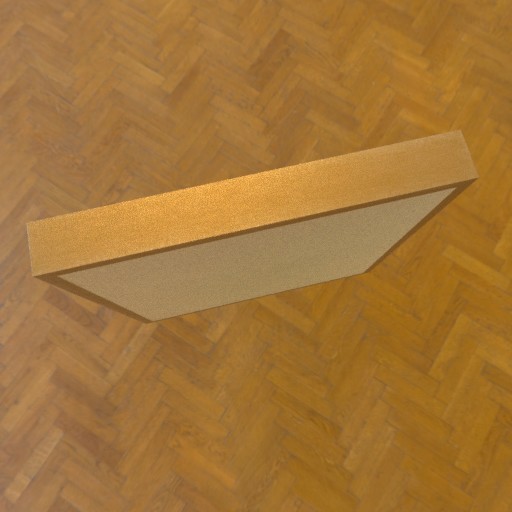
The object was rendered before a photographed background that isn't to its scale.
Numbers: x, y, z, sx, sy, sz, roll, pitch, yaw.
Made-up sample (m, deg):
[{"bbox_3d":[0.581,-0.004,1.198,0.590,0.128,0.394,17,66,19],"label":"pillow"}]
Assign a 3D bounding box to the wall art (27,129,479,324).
[{"bbox_3d":[0.000,0.000,0.447,0.306,0.305,0.038,-13,76,-3],"label":"wall art"}]
